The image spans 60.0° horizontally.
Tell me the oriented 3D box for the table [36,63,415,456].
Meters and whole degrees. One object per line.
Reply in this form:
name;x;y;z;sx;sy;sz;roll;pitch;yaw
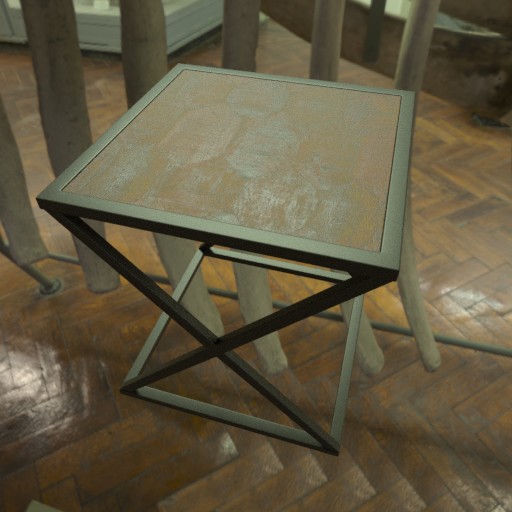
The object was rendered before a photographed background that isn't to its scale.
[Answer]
table;0.000;0.000;0.940;0.500;0.565;0.500;12;46;12
